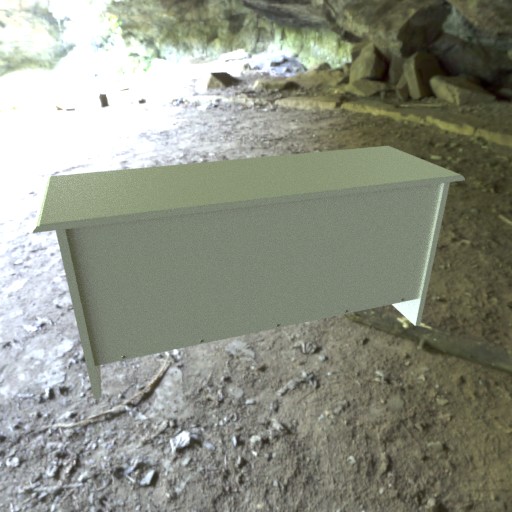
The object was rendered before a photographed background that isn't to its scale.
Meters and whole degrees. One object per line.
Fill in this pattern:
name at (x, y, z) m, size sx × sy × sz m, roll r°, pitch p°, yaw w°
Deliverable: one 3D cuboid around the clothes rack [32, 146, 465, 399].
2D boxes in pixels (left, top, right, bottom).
clothes rack at (0.000, 0.000, 1.479) m, size 1.218 × 0.558 × 0.405 m, roll -9°, pitch 29°, yaw -17°
